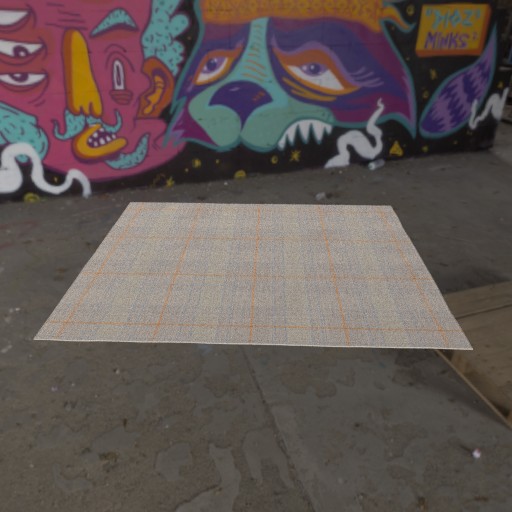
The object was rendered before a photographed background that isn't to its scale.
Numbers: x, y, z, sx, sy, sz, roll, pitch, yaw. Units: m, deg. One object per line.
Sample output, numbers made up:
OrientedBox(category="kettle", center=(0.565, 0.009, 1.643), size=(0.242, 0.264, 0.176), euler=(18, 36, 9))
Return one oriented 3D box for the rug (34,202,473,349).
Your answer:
OrientedBox(category="rug", center=(0.000, 0.000, 4.122), size=(3.051, 0.021, 2.448), euler=(1, 30, 2))
